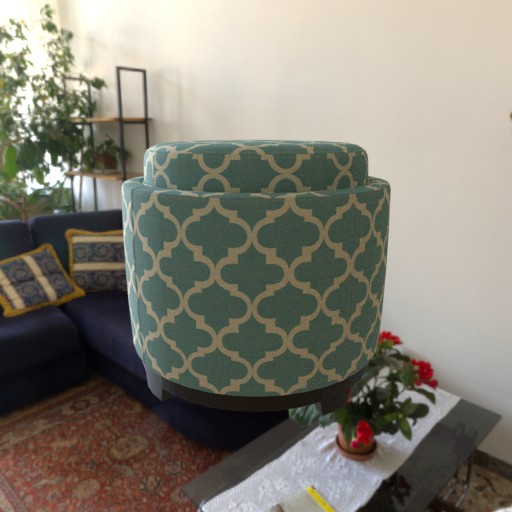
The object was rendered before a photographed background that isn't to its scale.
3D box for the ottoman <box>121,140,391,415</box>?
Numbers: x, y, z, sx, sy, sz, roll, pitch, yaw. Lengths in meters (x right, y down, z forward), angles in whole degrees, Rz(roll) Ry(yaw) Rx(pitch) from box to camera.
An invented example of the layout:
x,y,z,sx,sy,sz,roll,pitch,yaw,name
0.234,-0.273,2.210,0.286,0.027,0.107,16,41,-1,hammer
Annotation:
x,y,z,sx,sy,sz,roll,pitch,yaw,name
0.000,0.000,0.847,0.480,0.429,0.480,0,15,0,ottoman
